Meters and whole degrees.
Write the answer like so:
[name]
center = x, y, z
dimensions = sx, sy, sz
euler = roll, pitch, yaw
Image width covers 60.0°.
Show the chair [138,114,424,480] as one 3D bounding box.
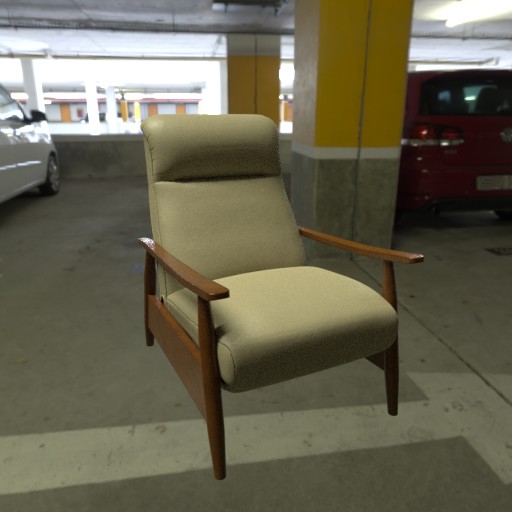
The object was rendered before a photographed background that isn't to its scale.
[chair]
center = 0.000, 0.000, 1.765
dimensions = 0.762, 1.082, 1.014
euler = -8, 19, -25
